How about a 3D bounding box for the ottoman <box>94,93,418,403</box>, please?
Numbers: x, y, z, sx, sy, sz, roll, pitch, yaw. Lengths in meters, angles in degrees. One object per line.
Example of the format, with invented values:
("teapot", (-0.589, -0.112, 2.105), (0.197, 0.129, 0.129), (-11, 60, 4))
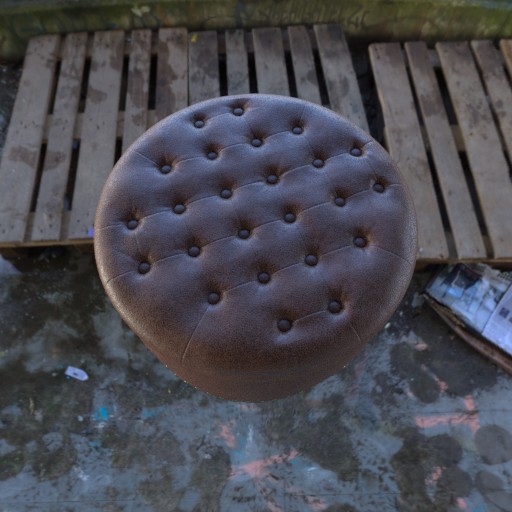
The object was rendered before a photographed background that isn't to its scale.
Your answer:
("ottoman", (0.000, 0.000, 1.043), (0.637, 0.442, 0.637), (0, 64, 0))
